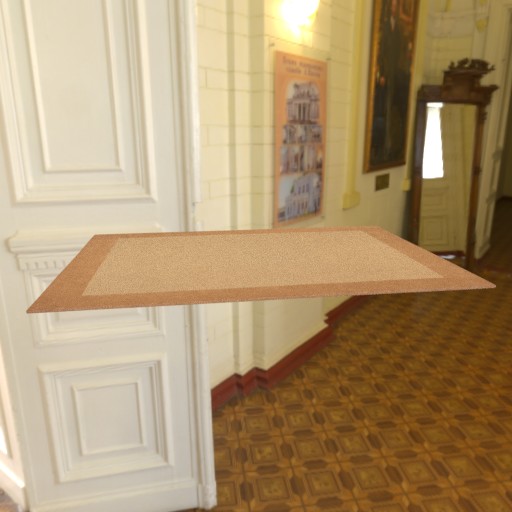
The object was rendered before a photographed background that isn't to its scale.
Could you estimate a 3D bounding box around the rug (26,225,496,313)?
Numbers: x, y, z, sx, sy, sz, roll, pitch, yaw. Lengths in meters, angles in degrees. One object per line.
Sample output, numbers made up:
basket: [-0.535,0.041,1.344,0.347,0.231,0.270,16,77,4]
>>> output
rug: [0.000,0.000,2.279,1.829,0.014,1.219,-2,16,-8]
